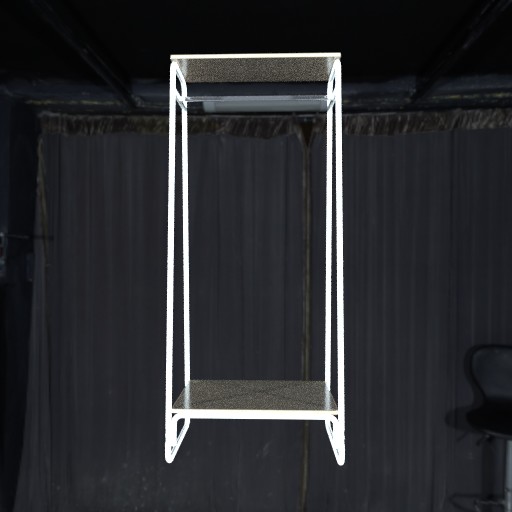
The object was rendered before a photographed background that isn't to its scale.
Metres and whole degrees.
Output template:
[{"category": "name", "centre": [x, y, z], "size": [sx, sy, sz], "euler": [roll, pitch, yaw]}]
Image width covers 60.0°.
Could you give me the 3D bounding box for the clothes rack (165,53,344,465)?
[{"category": "clothes rack", "centre": [0.000, 0.000, 1.771], "size": [0.640, 1.512, 0.400], "euler": [0, 0, 2]}]
